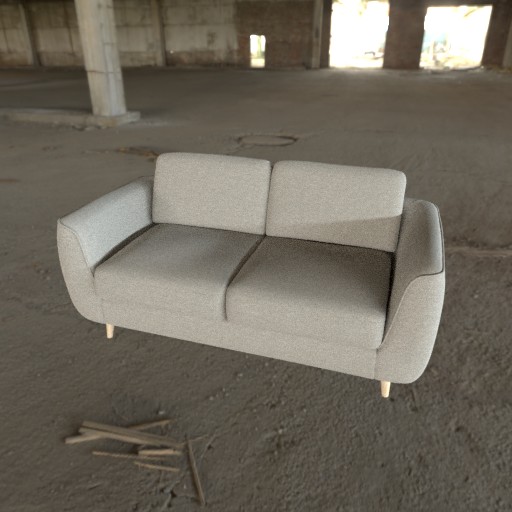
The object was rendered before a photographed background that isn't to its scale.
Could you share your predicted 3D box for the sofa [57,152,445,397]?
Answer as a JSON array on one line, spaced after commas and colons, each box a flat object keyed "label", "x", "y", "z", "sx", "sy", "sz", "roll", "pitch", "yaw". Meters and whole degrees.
[{"label": "sofa", "x": 0.000, "y": 0.000, "z": 2.202, "sx": 1.700, "sy": 0.850, "sz": 0.920, "roll": 8, "pitch": 27, "yaw": 16}]
